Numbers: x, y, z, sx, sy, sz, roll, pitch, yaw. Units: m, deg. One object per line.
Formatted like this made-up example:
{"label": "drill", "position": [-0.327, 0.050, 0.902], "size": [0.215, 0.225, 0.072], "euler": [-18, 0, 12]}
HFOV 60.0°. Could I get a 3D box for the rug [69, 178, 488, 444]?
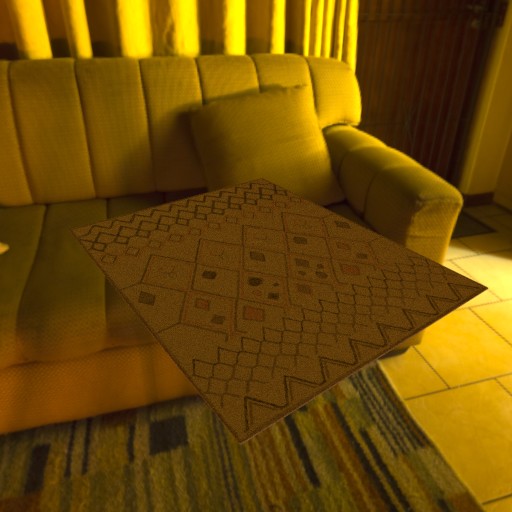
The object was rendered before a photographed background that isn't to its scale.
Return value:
{"label": "rug", "position": [0.000, 0.000, 4.024], "size": [2.441, 0.016, 3.050], "euler": [-21, 37, -30]}
